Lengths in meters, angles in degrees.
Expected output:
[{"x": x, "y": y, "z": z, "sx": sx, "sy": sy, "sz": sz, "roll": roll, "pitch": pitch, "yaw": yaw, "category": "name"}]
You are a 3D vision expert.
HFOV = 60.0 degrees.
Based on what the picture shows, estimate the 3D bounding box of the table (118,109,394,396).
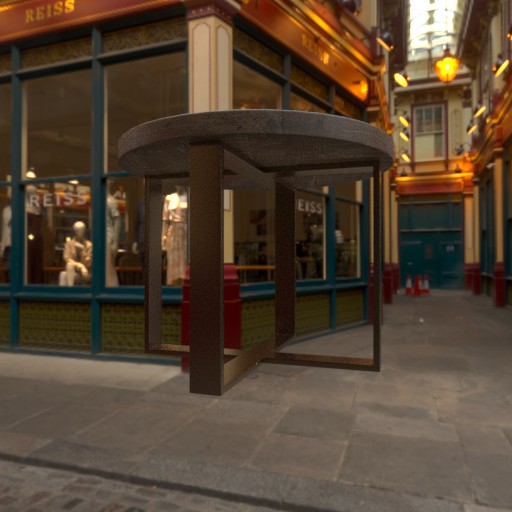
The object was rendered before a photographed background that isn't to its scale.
[{"x": 0.000, "y": 0.000, "z": 0.939, "sx": 0.557, "sy": 0.437, "sz": 0.557, "roll": 0, "pitch": 0, "yaw": 0, "category": "table"}]
